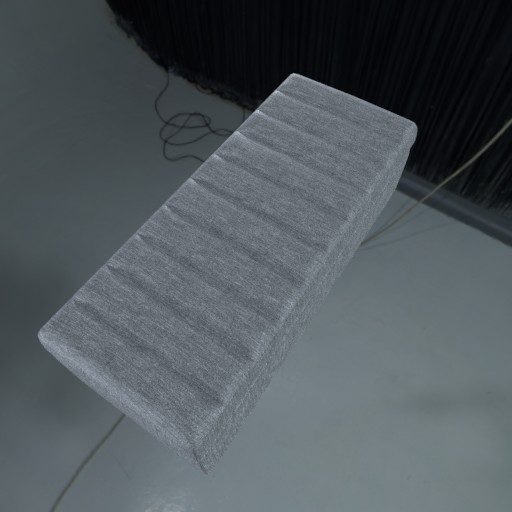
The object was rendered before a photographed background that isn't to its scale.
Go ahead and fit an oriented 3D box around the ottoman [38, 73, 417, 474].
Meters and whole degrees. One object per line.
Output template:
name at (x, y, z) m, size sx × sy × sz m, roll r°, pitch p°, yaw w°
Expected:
ottoman at (0.000, 0.000, 1.370) m, size 0.482 × 0.469 × 1.151 m, roll 30°, pitch 63°, yaw 17°
